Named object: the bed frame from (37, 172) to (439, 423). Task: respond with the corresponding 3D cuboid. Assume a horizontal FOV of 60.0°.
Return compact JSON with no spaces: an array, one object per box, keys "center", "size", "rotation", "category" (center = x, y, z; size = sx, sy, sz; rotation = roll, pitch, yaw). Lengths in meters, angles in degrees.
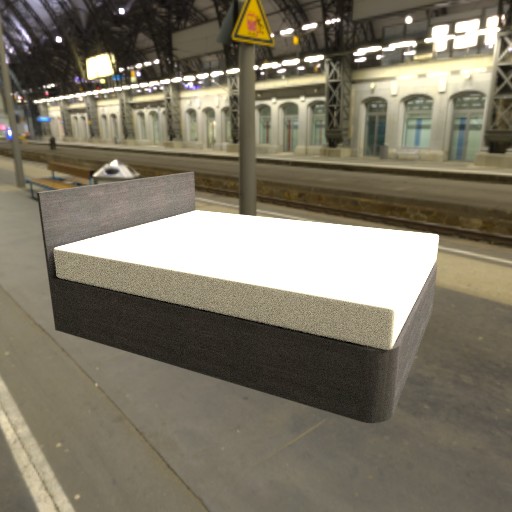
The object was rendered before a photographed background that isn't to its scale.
[{"center":[0.000,0.000,2.635],"size":[1.900,0.800,1.400],"rotation":[8,18,27],"category":"bed frame"}]
